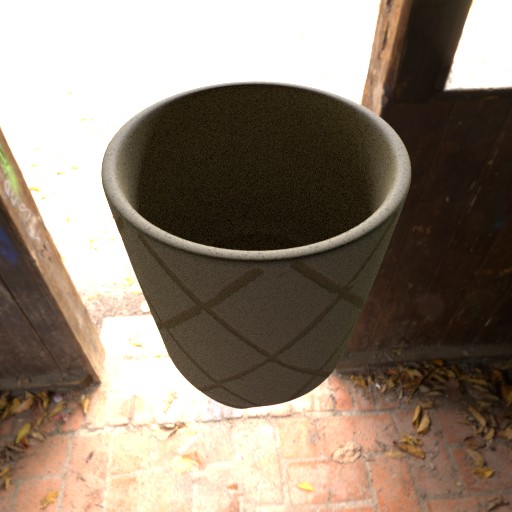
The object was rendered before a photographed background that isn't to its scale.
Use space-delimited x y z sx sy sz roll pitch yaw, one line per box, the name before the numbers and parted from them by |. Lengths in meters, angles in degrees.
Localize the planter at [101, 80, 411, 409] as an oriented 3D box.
planter | 0.000 0.000 0.418 0.228 0.235 0.228 0 47 0
